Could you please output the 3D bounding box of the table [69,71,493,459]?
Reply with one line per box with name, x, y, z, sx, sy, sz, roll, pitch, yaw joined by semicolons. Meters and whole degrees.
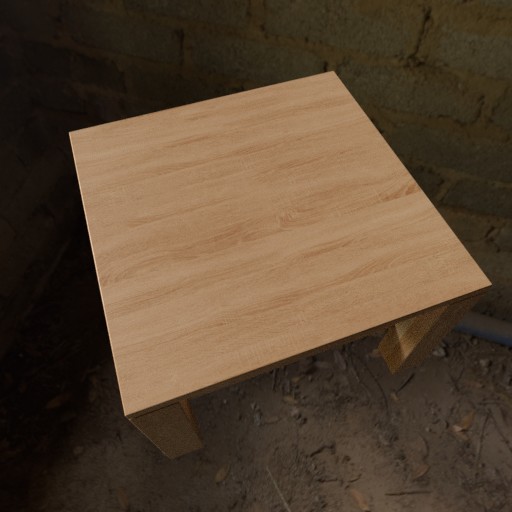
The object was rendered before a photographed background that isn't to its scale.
table;0.000;0.000;1.139;0.700;0.450;0.700;-17;59;-11
